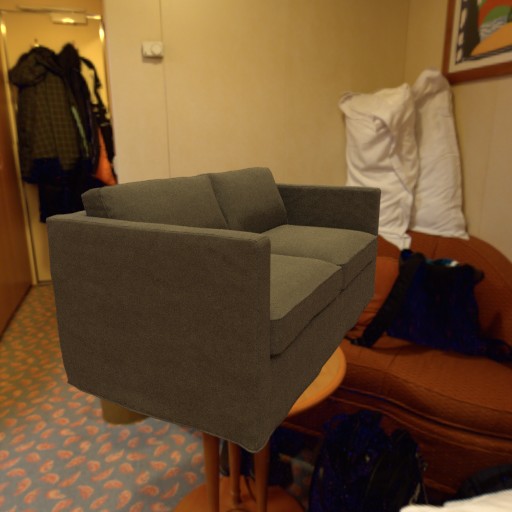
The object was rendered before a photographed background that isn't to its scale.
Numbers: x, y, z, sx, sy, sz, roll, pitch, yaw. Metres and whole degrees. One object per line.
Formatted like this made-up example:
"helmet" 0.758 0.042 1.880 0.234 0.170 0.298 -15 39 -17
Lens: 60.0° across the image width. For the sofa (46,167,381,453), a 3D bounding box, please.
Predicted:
"sofa" 0.000 0.000 2.346 0.974 0.854 1.802 7 16 26
